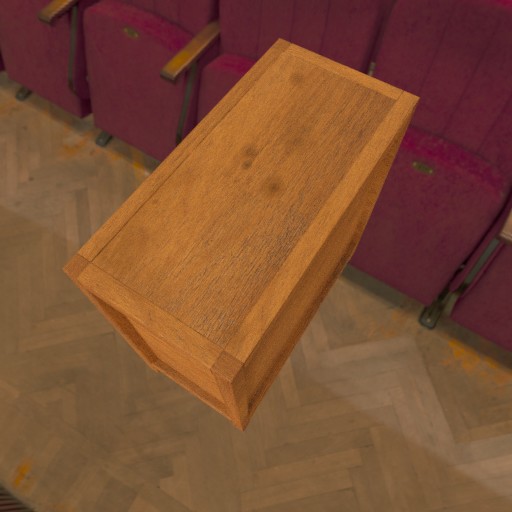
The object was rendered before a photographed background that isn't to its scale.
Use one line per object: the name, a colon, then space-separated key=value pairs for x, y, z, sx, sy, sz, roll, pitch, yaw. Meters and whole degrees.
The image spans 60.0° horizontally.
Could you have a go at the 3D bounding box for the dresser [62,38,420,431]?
dresser: x=0.000 y=0.000 z=1.321 sx=0.427 sy=0.804 sz=0.804 roll=30 pitch=67 yaw=14
